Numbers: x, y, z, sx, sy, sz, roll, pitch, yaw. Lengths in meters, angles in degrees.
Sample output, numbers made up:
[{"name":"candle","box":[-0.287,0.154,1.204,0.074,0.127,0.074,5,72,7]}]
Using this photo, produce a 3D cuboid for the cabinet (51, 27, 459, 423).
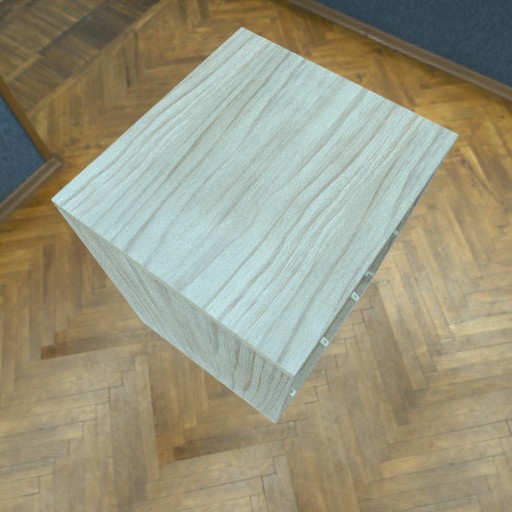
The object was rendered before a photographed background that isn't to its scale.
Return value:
[{"name":"cabinet","box":[0.000,0.000,0.856,0.401,0.579,0.409,33,69,15]}]
